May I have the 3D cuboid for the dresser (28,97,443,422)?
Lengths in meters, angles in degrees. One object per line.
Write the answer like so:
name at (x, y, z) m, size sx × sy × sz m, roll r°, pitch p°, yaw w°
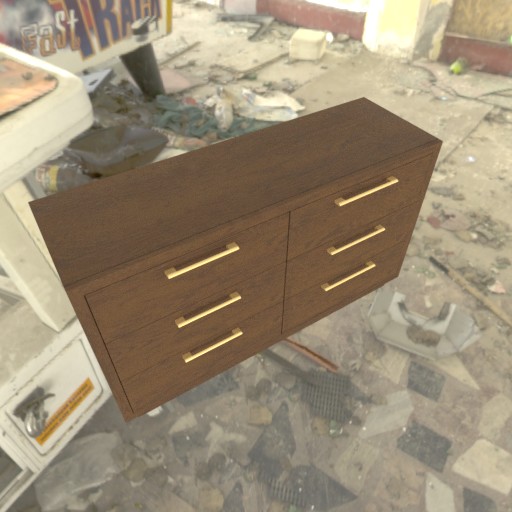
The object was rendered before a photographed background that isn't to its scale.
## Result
dresser at (0.000, 0.000, 1.963) m, size 1.523 × 0.889 × 0.512 m, roll -24°, pitch 49°, yaw -22°
